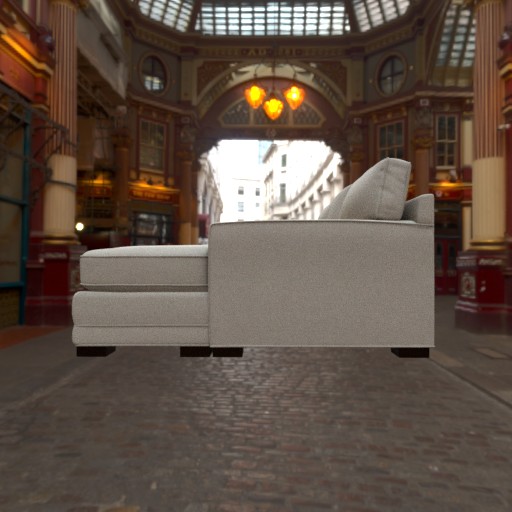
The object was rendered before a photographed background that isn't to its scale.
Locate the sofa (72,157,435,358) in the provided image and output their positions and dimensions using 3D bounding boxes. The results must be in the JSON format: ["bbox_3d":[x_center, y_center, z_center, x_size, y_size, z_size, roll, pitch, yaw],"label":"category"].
[{"bbox_3d":[0.000,0.000,2.855,1.496,0.861,2.087,0,-1,1],"label":"sofa"}]
